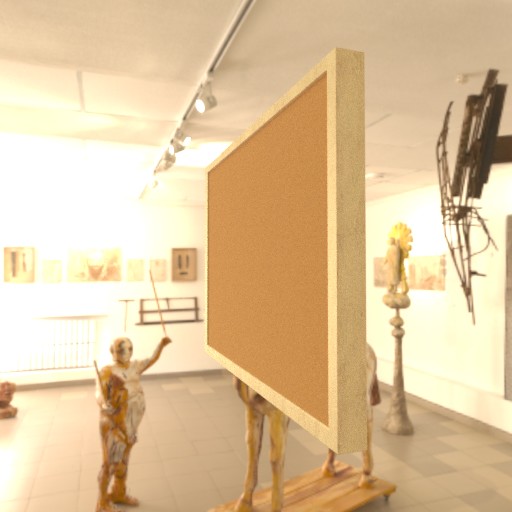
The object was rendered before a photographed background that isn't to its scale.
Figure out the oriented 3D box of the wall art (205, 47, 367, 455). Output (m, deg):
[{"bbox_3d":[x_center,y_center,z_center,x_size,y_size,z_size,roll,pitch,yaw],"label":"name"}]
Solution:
[{"bbox_3d":[0.000,0.000,0.668,0.032,0.380,0.532,1,-2,-20],"label":"wall art"}]
